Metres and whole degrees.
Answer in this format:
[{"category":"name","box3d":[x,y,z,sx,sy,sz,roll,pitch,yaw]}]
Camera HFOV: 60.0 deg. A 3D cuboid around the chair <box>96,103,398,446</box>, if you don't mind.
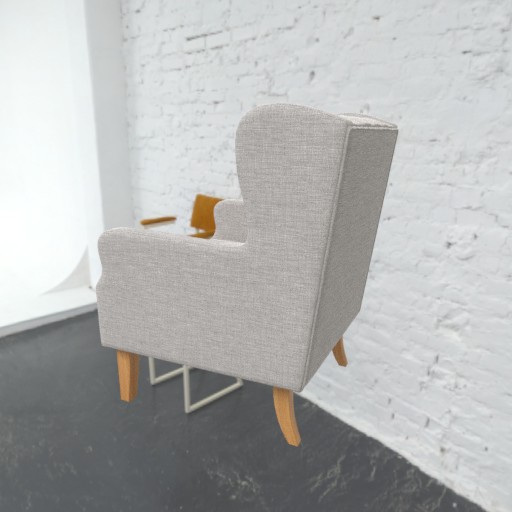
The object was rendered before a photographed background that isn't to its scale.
[{"category":"chair","box3d":[0.000,0.000,1.487,0.760,0.930,0.710,8,17,26]}]
